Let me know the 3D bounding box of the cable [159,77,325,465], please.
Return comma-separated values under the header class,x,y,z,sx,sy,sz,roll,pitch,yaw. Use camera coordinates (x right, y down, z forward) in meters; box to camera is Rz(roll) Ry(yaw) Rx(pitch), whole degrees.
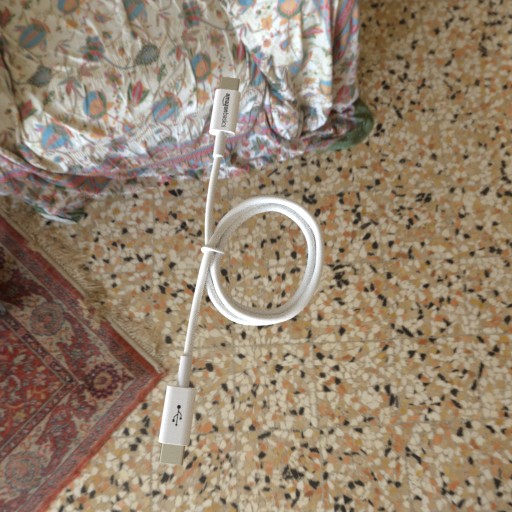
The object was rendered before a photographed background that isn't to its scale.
class,x,y,z,sx,sy,sz,roll,pitch,yaw
cable,0.000,0.000,0.224,0.070,0.014,0.203,6,77,2
